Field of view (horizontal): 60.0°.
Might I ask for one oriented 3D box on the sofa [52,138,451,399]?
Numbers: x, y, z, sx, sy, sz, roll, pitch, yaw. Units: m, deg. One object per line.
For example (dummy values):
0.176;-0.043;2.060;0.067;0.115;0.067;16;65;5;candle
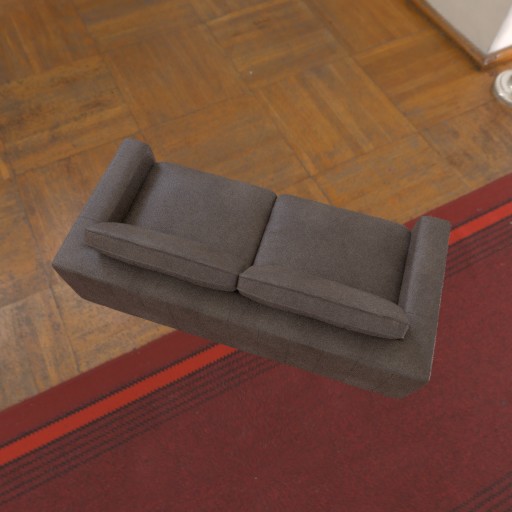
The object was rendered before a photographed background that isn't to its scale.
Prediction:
0.000;0.000;2.852;2.262;0.801;1.070;16;64;8;sofa
